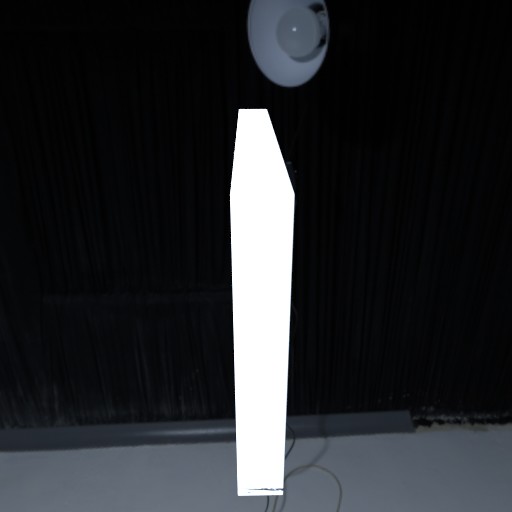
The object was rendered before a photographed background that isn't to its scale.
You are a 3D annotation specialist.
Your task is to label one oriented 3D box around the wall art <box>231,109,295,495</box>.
[{"bbox_3d":[0.000,0.000,0.484,0.038,0.259,0.381,0,25,-1],"label":"wall art"}]
